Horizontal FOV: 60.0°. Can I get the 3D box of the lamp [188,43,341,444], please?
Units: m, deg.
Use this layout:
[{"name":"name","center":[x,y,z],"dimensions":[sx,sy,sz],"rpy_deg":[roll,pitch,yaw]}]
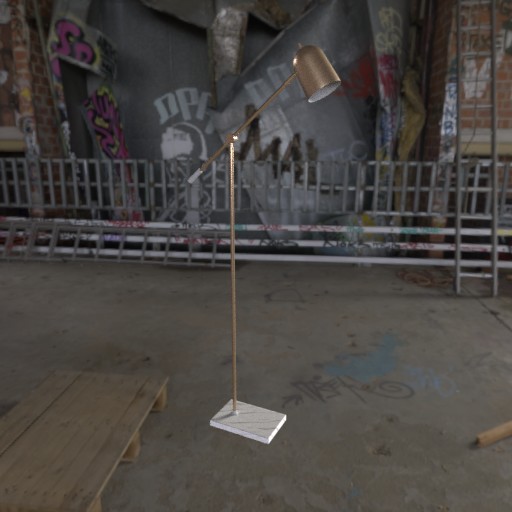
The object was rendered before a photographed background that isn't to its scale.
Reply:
[{"name":"lamp","center":[0.000,0.000,1.839],"dimensions":[0.653,1.594,0.194],"rpy_deg":[7,15,26]}]
